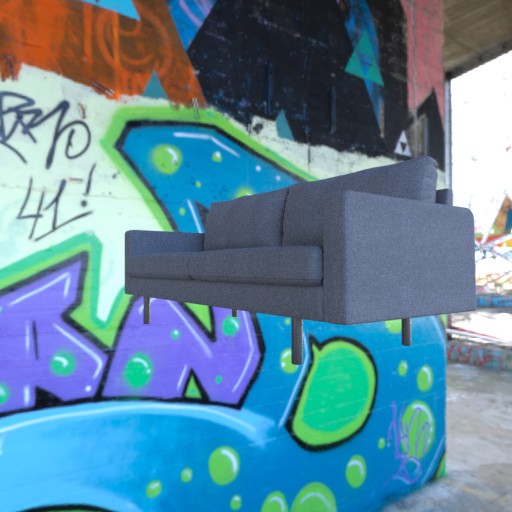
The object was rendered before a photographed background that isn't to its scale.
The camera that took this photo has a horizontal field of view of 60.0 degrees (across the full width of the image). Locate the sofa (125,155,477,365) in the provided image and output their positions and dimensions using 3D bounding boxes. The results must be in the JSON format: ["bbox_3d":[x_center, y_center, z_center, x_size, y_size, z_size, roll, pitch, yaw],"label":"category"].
[{"bbox_3d":[0.000,0.000,2.542,0.880,0.880,2.100,1,-2,-36],"label":"sofa"}]
